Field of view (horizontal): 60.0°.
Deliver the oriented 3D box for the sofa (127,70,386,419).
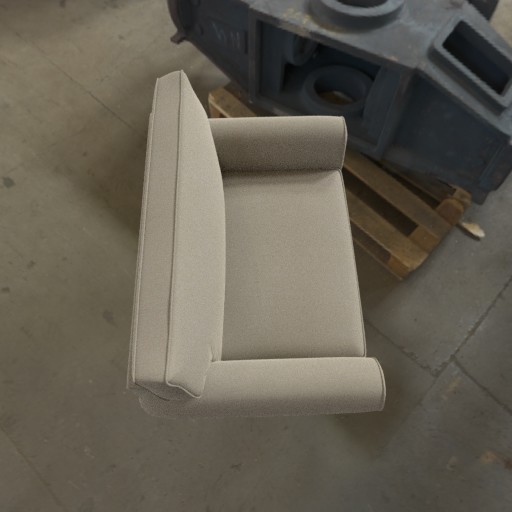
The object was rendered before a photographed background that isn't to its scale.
[{"bbox_3d":[0.000,0.000,2.032,0.937,1.006,1.405,-2,65,-1],"label":"sofa"}]
